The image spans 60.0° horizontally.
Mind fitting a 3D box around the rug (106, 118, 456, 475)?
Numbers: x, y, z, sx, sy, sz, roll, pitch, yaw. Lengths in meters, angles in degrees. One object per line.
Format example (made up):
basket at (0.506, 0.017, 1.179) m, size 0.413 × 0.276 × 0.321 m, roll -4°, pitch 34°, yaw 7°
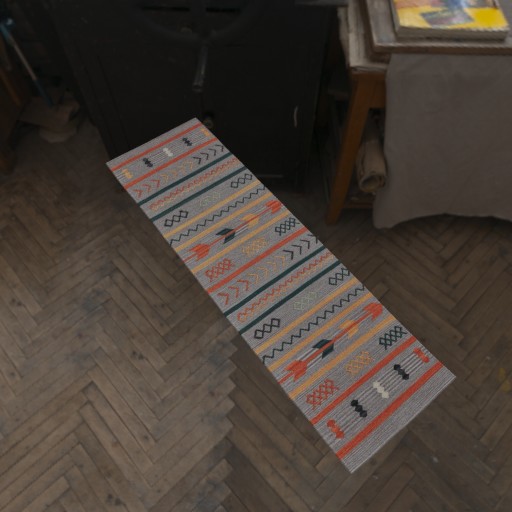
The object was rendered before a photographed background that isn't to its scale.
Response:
rug at (0.000, 0.000, 2.648) m, size 0.744 × 0.022 × 2.419 m, roll -33°, pitch 65°, yaw -18°
